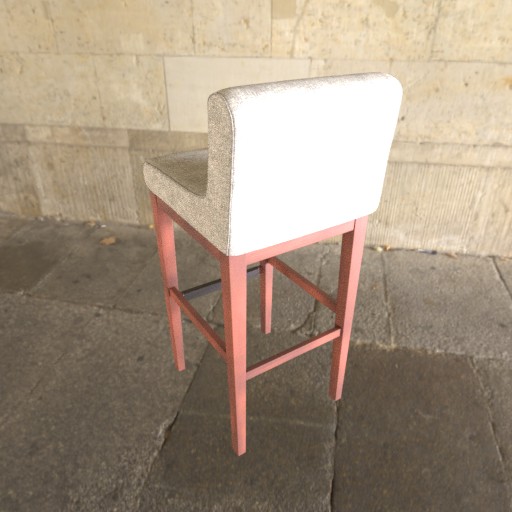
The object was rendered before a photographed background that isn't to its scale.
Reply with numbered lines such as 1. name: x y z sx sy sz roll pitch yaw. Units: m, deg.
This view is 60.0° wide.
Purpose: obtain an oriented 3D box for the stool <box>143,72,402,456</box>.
1. stool: 0.000 0.000 1.223 0.426 0.965 0.499 -18 34 -29
